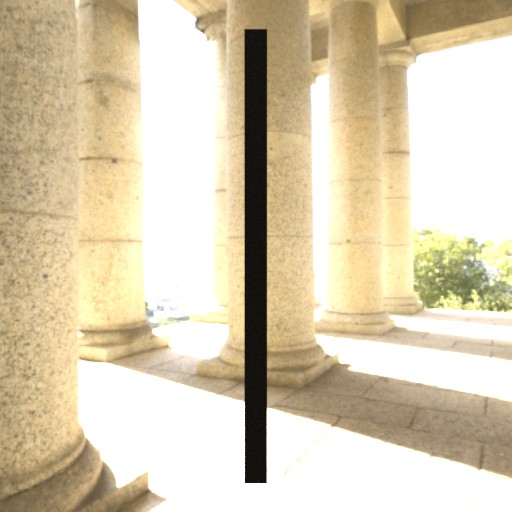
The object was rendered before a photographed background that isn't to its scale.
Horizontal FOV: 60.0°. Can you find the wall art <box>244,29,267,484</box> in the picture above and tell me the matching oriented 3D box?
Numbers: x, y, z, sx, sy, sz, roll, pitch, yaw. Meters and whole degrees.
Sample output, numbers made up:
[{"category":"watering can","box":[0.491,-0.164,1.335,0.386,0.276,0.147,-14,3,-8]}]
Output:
[{"category":"wall art","box":[0.000,0.000,1.124,0.038,0.762,0.762,0,0,0]}]
